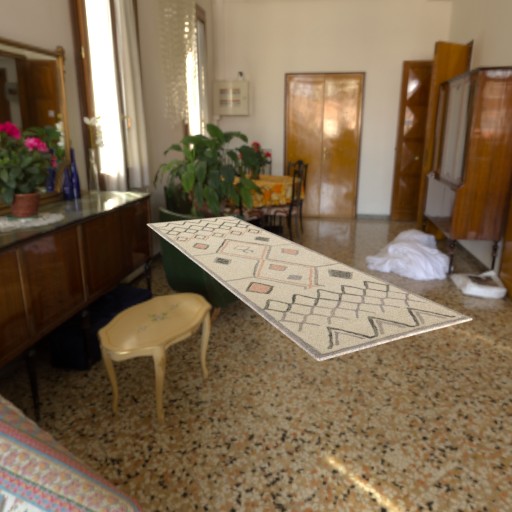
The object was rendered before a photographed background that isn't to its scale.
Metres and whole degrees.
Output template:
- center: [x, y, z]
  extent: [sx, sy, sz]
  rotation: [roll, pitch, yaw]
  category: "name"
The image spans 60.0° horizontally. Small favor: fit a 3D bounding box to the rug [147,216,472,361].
- center: [0.000, 0.000, 2.680]
  extent: [0.750, 0.011, 2.435]
  rotation: [-8, 18, -25]
  category: "rug"
